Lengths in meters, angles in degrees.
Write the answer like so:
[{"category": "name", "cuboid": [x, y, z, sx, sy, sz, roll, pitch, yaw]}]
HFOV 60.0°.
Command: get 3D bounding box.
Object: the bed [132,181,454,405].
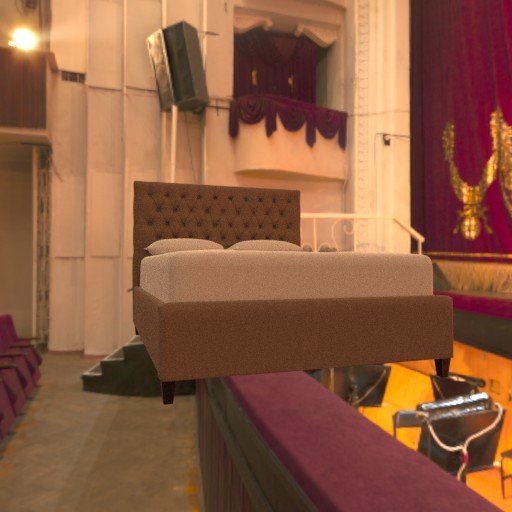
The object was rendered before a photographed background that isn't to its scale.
[{"category": "bed", "cuboid": [0.000, 0.000, 3.350, 1.696, 1.426, 2.233, 0, -1, -18]}]
